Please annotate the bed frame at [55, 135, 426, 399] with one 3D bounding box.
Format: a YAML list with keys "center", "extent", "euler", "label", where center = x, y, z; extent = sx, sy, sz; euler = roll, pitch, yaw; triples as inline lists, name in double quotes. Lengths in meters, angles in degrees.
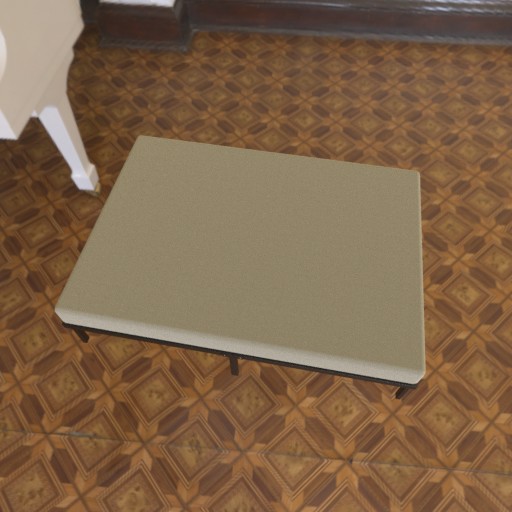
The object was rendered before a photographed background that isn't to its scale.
- center: [0.000, 0.000, 3.810]
  extent: [2.842, 0.680, 2.205]
  euler: [15, 58, 10]
  label: "bed frame"
